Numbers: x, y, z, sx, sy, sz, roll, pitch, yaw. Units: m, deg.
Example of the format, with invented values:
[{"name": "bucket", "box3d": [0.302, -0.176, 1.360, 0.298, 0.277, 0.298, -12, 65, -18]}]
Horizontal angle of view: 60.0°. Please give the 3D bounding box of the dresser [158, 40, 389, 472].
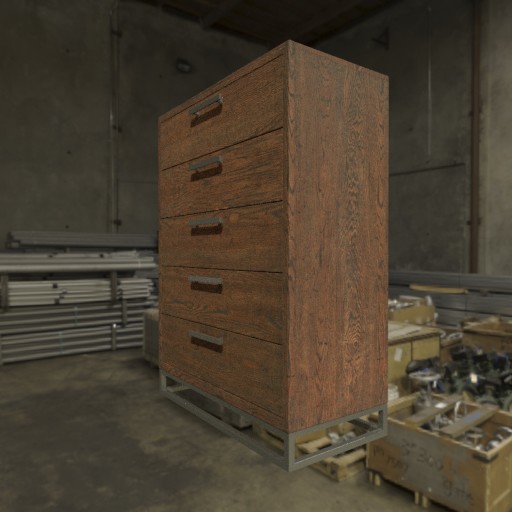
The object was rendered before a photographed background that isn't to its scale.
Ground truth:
[{"name": "dresser", "box3d": [0.000, 0.000, 1.873, 0.508, 1.321, 0.965, 0, 1, -36]}]
